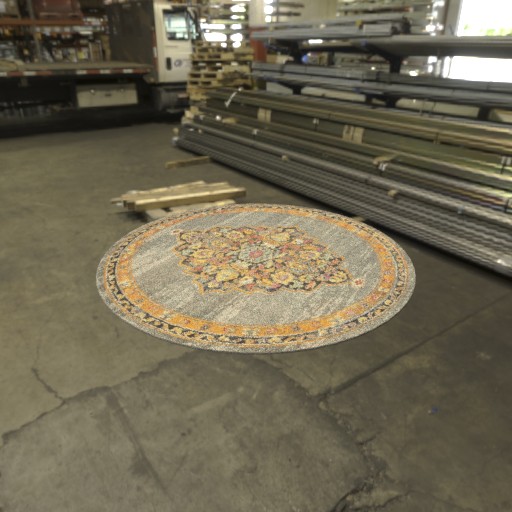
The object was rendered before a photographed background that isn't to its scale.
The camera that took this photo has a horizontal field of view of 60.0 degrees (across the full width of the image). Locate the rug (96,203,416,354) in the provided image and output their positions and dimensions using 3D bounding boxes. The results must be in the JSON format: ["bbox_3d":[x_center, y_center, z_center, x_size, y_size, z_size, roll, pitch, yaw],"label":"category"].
[{"bbox_3d":[0.000,0.000,2.325,1.598,0.010,1.598,0,26,0],"label":"rug"}]
